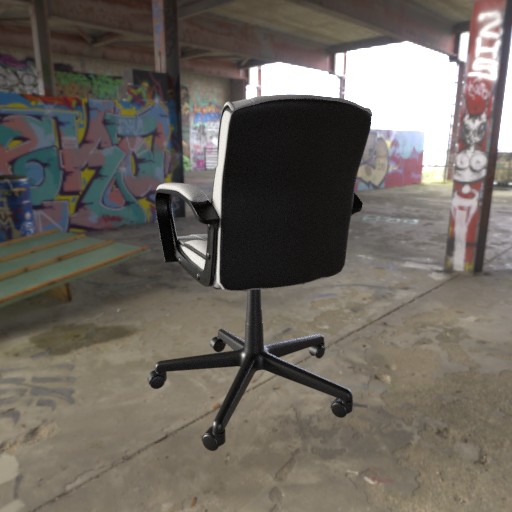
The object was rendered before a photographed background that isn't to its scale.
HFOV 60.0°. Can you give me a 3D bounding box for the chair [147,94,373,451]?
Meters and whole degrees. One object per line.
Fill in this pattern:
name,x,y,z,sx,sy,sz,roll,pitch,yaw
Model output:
chair,0.000,0.000,1.543,0.739,1.004,0.717,-7,16,-25
